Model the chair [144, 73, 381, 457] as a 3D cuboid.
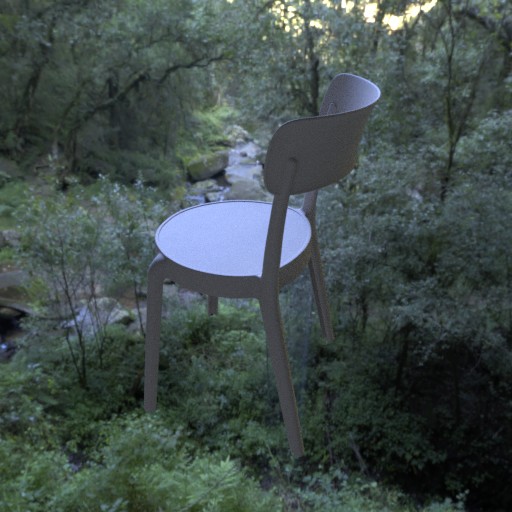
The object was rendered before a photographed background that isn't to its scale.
[{"bbox_3d":[0.000,0.000,1.091,0.491,0.790,0.506,9,32,16],"label":"chair"}]
